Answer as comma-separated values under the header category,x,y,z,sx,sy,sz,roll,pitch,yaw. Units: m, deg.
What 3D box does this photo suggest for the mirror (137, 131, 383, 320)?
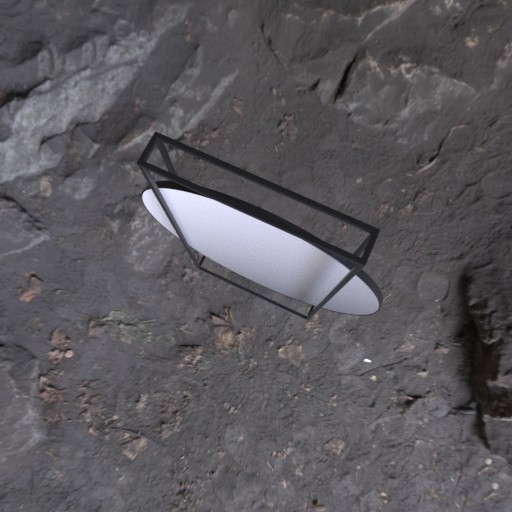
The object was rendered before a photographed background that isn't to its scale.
category,x,y,z,sx,sy,sz,roll,pitch,yaw
mirror,0.000,0.000,0.847,0.508,0.603,0.051,25,77,6
